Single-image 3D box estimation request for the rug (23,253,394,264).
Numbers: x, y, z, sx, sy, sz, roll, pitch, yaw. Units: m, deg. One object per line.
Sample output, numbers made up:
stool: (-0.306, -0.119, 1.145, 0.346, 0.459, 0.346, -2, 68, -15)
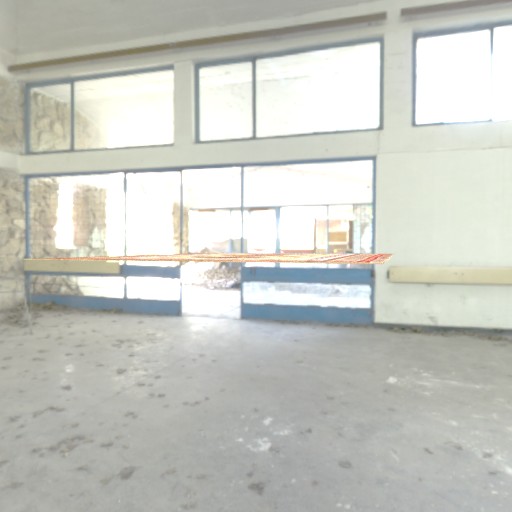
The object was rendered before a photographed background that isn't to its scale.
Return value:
rug: (0.000, 0.000, 4.192, 2.460, 0.005, 3.067, 0, 1, 18)
